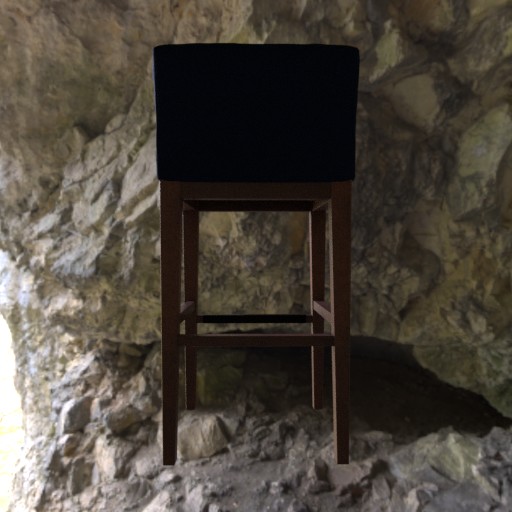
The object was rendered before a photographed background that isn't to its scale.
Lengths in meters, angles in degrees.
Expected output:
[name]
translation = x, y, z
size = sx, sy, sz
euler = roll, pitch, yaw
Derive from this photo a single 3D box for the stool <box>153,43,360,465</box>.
[stool]
translation = 0.000, 0.000, 1.293
size = 0.511, 1.037, 0.500
euler = 0, 0, -1
